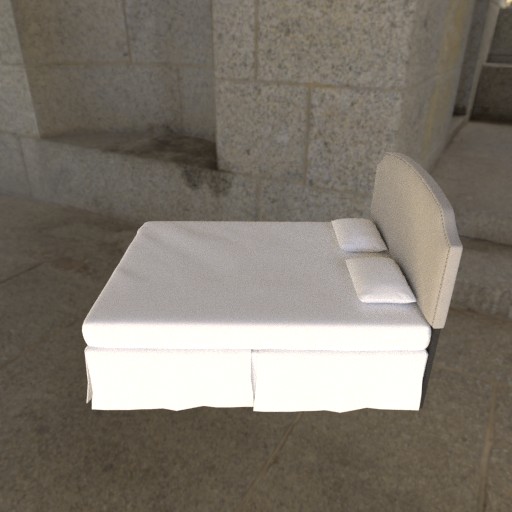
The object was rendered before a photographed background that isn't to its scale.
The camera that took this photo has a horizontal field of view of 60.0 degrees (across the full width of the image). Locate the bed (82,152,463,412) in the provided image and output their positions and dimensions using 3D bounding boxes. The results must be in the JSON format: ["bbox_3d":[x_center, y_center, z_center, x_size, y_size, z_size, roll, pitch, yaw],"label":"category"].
[{"bbox_3d":[0.000,0.000,2.992,1.999,1.270,1.558,0,27,1],"label":"bed"}]
